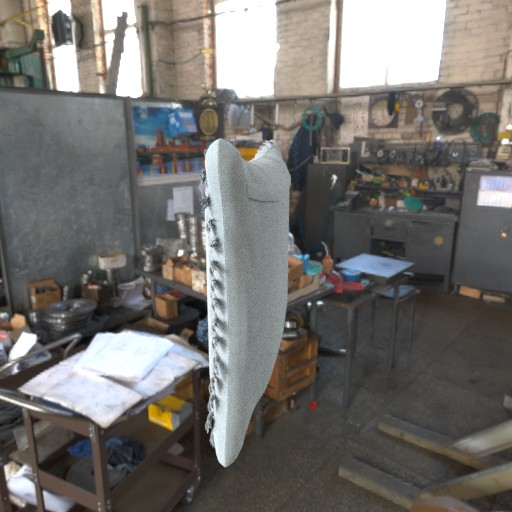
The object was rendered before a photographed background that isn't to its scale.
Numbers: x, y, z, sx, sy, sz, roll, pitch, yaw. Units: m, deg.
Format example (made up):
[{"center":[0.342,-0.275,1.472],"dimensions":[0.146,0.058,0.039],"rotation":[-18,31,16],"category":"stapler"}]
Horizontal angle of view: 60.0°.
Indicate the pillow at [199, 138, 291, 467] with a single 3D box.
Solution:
[{"center":[0.000,0.000,0.594],"dimensions":[0.084,0.305,0.466],"rotation":[2,15,7],"category":"pillow"}]
